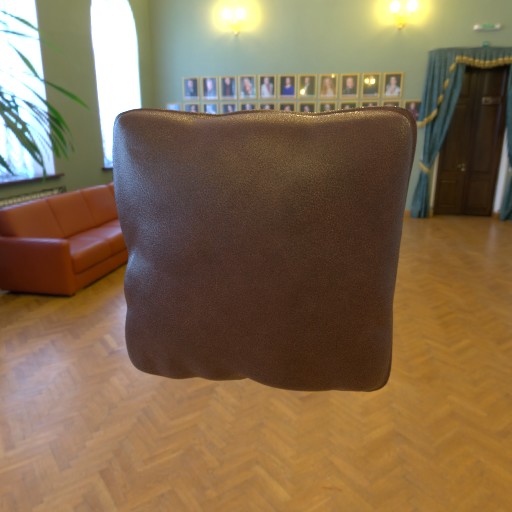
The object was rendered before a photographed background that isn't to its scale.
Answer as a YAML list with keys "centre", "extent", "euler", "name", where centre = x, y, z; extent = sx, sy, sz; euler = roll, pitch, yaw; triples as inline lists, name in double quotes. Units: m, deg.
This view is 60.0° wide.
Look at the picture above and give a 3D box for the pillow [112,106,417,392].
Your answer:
- centre: [0.000, 0.000, 0.821]
  extent: [0.532, 0.523, 0.236]
  euler: [2, 16, 8]
  name: "pillow"
